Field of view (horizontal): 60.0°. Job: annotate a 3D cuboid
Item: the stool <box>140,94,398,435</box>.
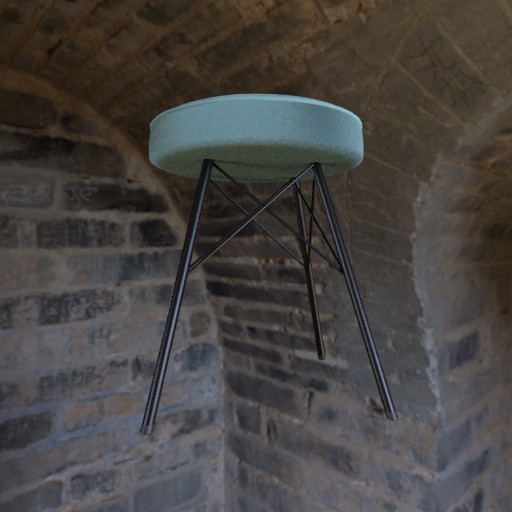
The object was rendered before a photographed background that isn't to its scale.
[{"bbox_3d":[0.000,0.000,0.872,0.457,0.519,0.458,0,1,0],"label":"stool"}]
